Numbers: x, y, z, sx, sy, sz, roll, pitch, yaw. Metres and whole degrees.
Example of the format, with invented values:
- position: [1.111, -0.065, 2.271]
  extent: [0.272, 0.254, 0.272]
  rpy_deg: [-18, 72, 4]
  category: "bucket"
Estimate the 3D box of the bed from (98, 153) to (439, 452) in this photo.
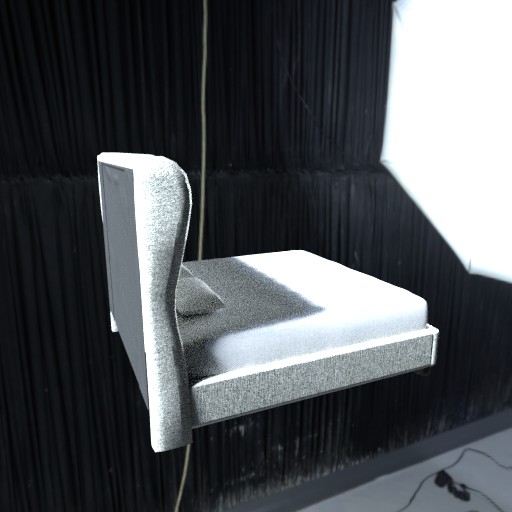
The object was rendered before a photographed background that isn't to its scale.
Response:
- position: [0.000, 0.000, 3.914]
  extent: [2.347, 1.771, 2.219]
  rpy_deg: [-6, 15, -24]
  category: "bed"
